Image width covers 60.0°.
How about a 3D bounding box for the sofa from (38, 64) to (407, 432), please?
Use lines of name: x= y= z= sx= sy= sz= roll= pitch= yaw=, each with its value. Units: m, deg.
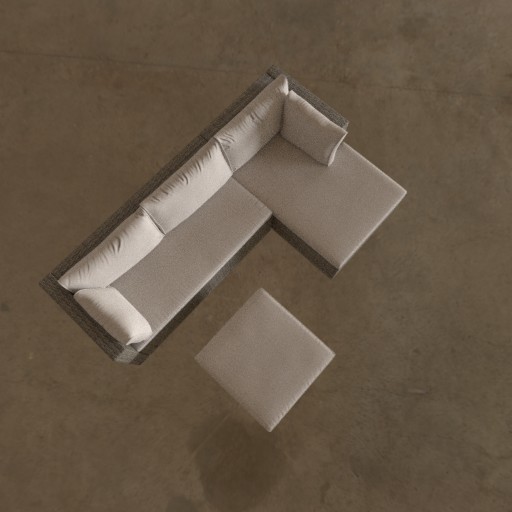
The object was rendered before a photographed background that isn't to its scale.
sofa: x=0.000 y=0.000 z=3.039 sx=1.662 sy=0.766 sz=2.192 roll=41 pitch=78 yaw=11
